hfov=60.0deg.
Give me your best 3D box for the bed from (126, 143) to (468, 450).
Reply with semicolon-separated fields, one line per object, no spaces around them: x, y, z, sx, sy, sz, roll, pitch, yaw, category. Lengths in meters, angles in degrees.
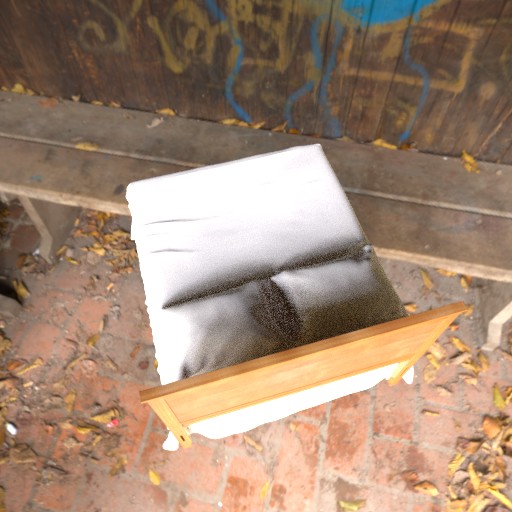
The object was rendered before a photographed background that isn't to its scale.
0.000;0.000;3.155;1.870;1.273;2.035;-14;58;-9;bed
